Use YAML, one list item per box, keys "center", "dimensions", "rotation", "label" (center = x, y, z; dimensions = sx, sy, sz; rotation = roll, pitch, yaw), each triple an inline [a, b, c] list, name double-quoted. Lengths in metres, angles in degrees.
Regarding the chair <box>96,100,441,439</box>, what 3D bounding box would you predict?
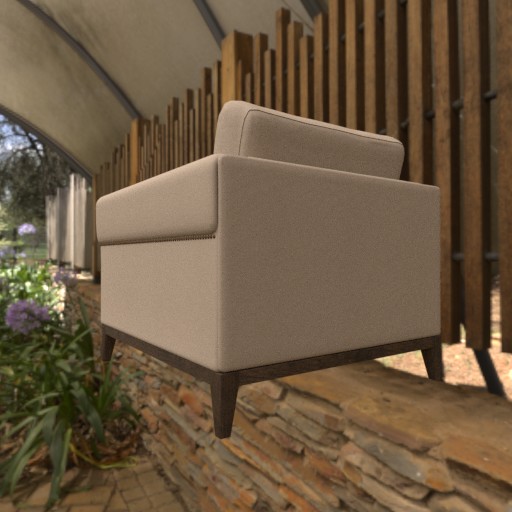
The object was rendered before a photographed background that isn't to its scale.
- center: [0.000, 0.000, 1.651]
  dimensions: [0.914, 0.838, 0.959]
  rotation: [0, 0, -35]
  label: "chair"
